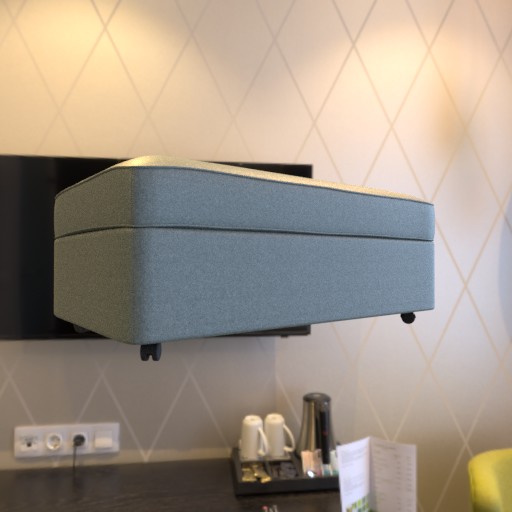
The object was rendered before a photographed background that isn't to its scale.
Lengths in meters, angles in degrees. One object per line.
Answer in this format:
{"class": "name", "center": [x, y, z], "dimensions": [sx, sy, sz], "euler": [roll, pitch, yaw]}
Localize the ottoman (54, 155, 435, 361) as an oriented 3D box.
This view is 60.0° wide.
{"class": "ottoman", "center": [0.000, 0.000, 1.534], "dimensions": [1.173, 0.494, 0.681], "euler": [1, -1, -37]}
